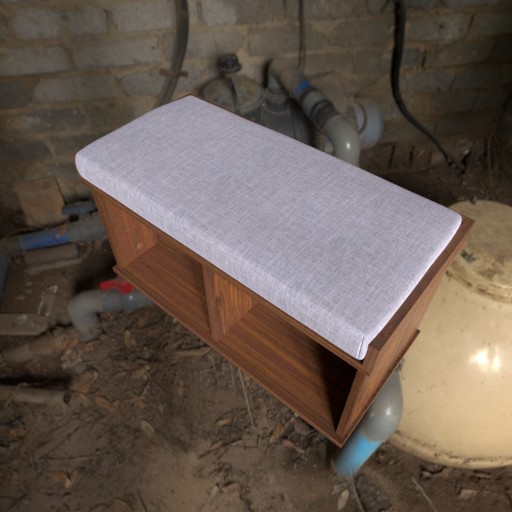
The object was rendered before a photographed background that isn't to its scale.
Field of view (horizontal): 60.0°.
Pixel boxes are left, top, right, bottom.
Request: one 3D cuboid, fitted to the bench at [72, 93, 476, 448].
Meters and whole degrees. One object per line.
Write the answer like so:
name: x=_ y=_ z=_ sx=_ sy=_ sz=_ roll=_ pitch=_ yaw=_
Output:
bench: x=0.000 y=0.000 z=1.015 sx=0.734 sy=0.461 sz=0.362 roll=32 pitch=55 yaw=26
